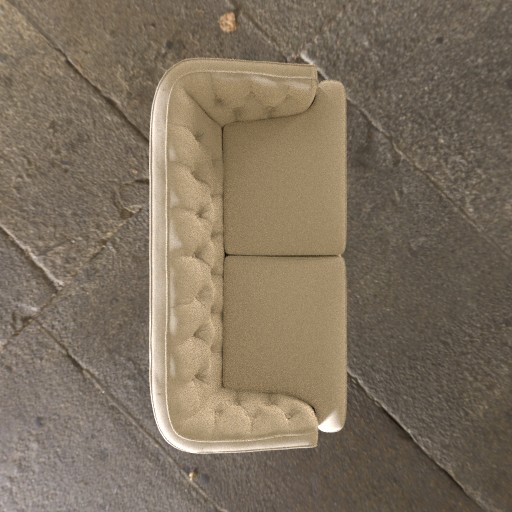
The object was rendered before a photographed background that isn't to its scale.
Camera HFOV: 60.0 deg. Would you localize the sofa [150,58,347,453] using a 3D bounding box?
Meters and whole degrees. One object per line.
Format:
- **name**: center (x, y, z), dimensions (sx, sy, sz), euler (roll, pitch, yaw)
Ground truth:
- **sofa**: center (0.000, 0.000, 2.257), dimensions (0.941, 0.855, 1.733), euler (0, 90, 0)
